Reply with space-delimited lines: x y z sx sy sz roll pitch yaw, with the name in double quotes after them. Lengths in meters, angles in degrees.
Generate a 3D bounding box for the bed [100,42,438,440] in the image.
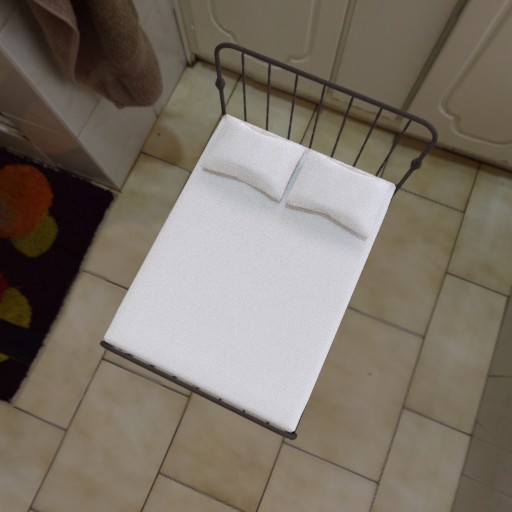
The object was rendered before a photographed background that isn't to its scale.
0.000 0.000 3.215 1.616 1.446 2.134 24 77 6 "bed"
